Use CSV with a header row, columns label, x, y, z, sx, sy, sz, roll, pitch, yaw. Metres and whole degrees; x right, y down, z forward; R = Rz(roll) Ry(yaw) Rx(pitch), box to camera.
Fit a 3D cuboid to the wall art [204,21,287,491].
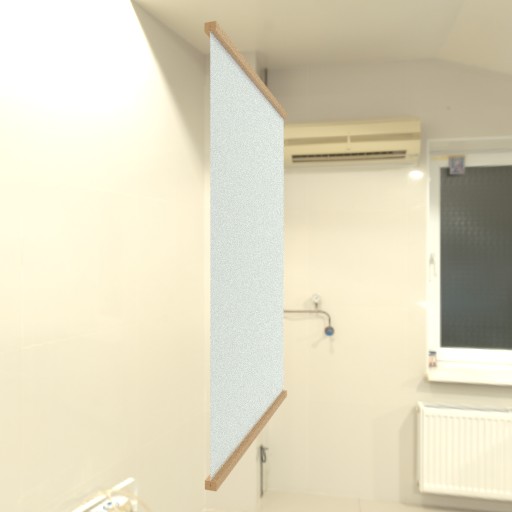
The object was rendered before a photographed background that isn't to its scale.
label,x,y,z,sx,sy,sz,roll,pitch,yaw
wall art,0.000,0.000,0.643,0.013,0.510,0.335,0,1,17
